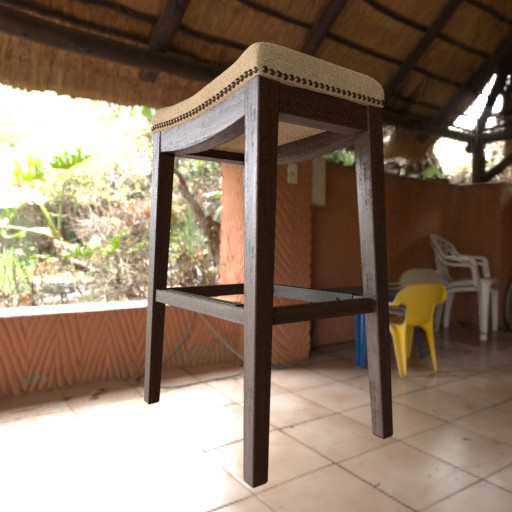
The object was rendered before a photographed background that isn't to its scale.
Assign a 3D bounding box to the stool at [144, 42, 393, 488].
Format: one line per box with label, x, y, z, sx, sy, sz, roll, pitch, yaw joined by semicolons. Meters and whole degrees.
stool;0.000;0.000;1.044;0.363;0.768;0.509;-1;2;-35
